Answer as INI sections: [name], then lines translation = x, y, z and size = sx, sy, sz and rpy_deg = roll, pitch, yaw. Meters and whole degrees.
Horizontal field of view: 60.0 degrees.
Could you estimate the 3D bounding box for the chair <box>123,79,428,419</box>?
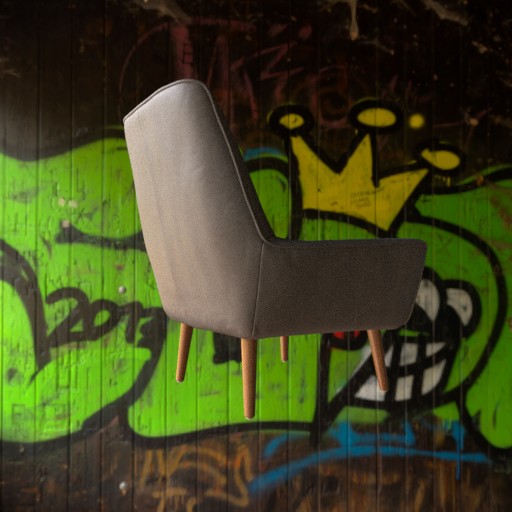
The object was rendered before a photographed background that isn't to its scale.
[chair]
translation = 0.000, 0.000, 1.487
size = 0.822, 0.888, 0.787
rpy_deg = 1, -1, -35
